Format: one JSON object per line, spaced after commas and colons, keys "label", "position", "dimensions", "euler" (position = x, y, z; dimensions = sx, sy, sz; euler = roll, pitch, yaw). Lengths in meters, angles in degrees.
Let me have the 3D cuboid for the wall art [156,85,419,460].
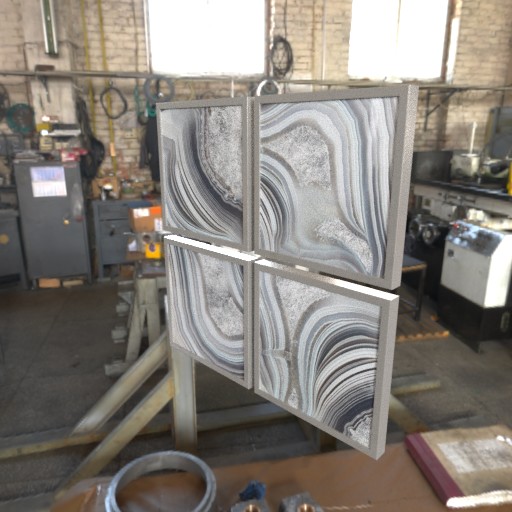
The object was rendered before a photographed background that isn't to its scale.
{"label": "wall art", "position": [0.000, 0.000, 0.901], "dimensions": [0.611, 0.611, 0.029], "euler": [15, 22, 42]}
